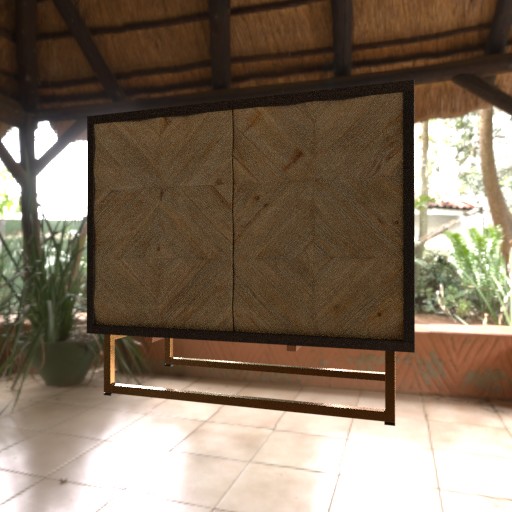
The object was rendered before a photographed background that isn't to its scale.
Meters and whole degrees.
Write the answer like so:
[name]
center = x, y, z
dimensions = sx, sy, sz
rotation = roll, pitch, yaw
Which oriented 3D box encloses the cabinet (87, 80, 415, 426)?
[cabinet]
center = 0.000, 0.000, 1.439
dimensions = 0.950, 0.860, 0.451
rotation = 0, 0, 17
